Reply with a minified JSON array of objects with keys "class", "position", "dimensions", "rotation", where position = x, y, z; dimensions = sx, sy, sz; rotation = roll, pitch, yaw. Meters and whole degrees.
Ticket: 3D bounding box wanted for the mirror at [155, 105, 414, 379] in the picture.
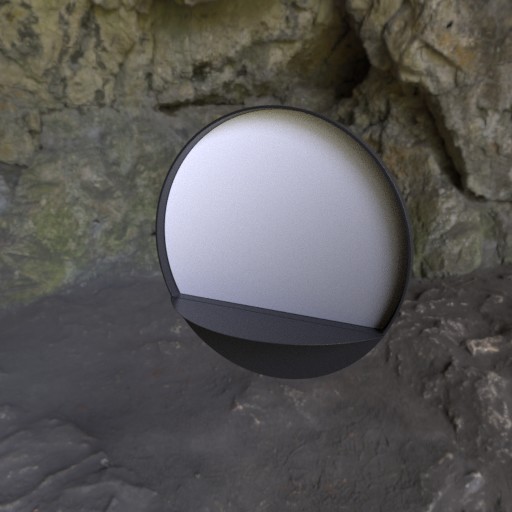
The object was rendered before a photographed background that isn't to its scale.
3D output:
[{"class":"mirror","position":[0.000,0.000,0.700],"dimensions":[0.457,0.457,0.133],"rotation":[7,16,25]}]
